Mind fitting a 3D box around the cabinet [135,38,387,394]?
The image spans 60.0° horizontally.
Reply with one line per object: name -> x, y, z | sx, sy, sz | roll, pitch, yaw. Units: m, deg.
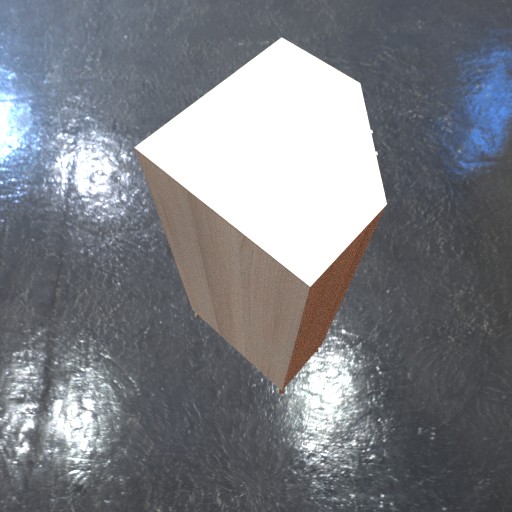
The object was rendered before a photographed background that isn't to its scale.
cabinet -> 0.000, 0.000, 2.644 | 0.969, 1.957, 1.272 | -2, 62, -1
